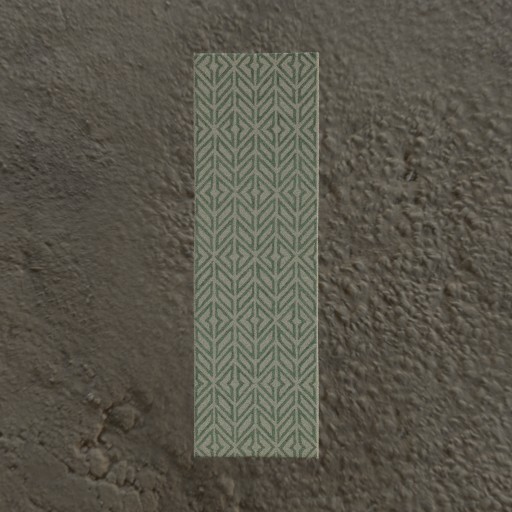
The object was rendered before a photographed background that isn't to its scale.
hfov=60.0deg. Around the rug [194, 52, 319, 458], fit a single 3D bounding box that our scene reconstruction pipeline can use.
[{"bbox_3d":[0.000,0.000,2.666,0.750,0.009,2.435,0,90,1],"label":"rug"}]
